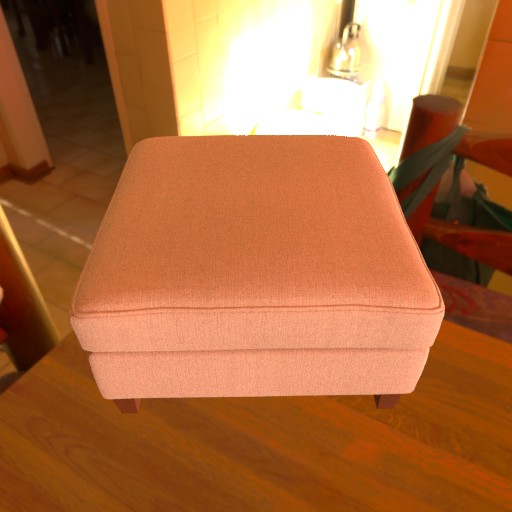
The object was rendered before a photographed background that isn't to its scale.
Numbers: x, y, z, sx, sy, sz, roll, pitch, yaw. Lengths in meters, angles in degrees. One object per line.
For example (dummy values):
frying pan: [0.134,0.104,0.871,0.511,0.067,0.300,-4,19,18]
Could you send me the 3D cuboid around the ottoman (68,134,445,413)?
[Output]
ottoman: [0.000,0.000,1.372,0.838,0.503,0.838,-1,41,-1]
